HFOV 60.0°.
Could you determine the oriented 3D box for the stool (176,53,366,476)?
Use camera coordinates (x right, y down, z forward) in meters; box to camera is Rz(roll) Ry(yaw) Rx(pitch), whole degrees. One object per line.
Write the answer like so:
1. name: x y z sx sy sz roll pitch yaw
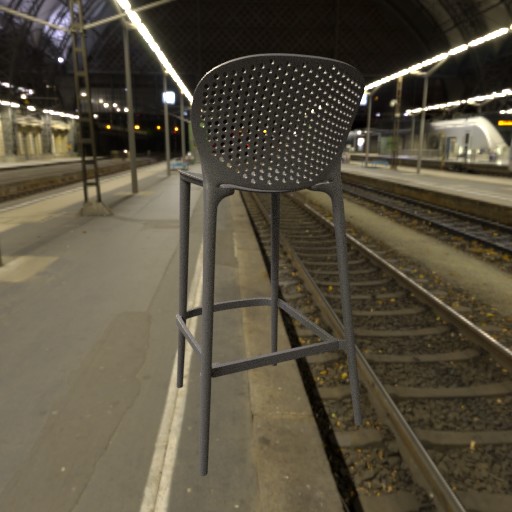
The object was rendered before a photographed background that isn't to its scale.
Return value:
1. stool: 0.000 0.000 1.348 0.536 1.045 0.535 -6 15 -24
